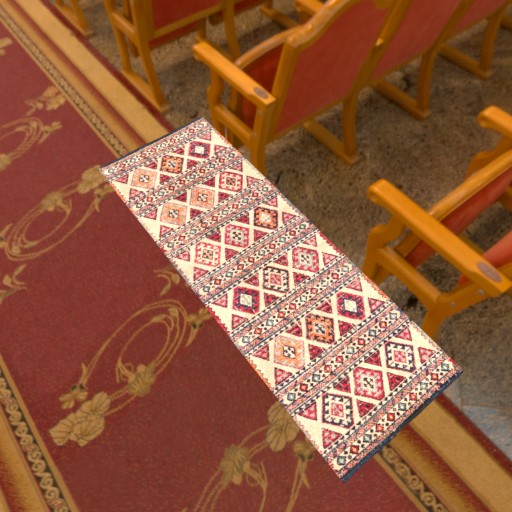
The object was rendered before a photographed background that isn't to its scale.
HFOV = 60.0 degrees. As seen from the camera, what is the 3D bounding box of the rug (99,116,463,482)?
[{"bbox_3d":[0.000,0.000,2.587,0.832,0.008,2.362,-33,64,-19],"label":"rug"}]
